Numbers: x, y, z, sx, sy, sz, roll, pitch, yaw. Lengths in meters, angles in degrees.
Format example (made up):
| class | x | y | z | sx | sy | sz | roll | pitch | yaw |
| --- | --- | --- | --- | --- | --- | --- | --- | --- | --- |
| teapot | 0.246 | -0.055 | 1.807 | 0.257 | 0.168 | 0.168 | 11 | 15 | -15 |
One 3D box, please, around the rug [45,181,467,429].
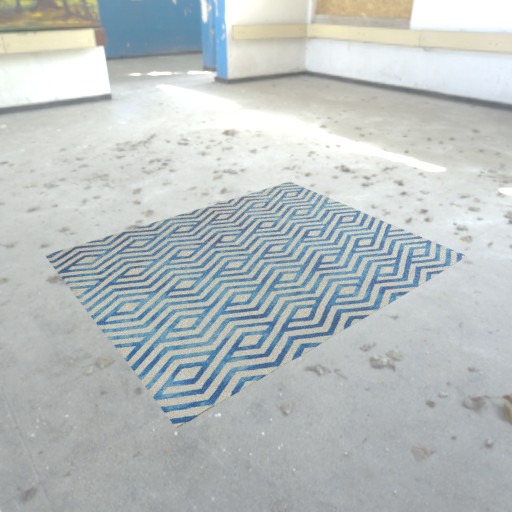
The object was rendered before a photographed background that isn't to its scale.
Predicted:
| class | x | y | z | sx | sy | sz | roll | pitch | yaw |
| --- | --- | --- | --- | --- | --- | --- | --- | --- | --- |
| rug | 0.000 | 0.000 | 4.105 | 3.059 | 0.008 | 2.453 | -22 | 37 | -32 |
